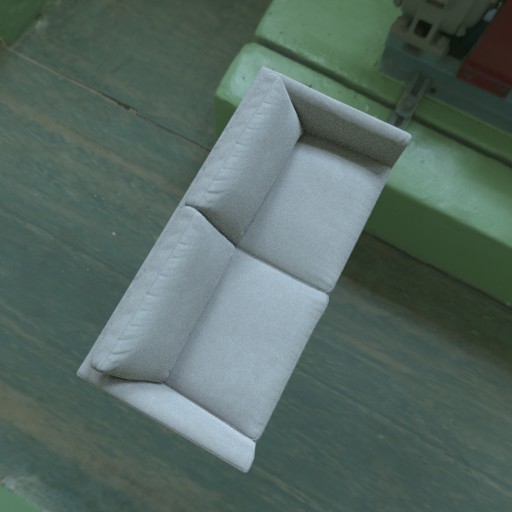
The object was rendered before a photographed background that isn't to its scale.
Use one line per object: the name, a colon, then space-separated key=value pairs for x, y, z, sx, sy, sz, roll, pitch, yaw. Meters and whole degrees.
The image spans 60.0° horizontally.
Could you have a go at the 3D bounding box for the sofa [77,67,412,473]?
sofa: x=0.000 y=0.000 z=2.837 sx=1.090 sy=0.838 sz=2.588 roll=27 pitch=78 yaw=7
